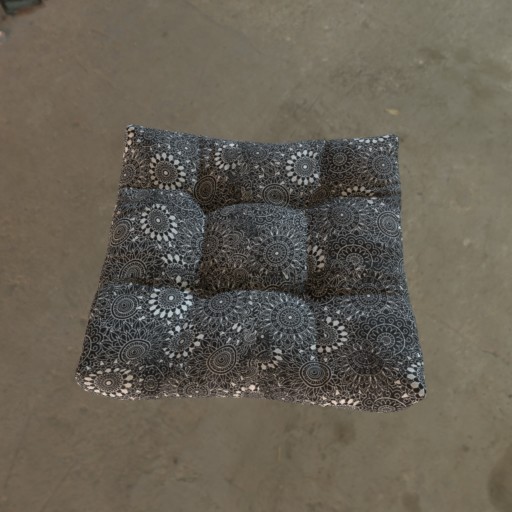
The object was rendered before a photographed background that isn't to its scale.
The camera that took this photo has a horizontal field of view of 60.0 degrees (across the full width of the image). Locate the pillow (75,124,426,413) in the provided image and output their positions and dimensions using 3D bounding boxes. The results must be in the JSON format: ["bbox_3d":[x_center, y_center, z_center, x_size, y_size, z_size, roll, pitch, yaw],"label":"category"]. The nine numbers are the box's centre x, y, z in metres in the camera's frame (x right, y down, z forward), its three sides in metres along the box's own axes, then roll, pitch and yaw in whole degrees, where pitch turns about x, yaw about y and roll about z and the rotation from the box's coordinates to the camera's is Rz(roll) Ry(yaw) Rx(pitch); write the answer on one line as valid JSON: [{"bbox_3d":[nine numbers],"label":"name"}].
[{"bbox_3d":[0.000,0.000,0.723,0.490,0.128,0.468,2,64,1],"label":"pillow"}]
